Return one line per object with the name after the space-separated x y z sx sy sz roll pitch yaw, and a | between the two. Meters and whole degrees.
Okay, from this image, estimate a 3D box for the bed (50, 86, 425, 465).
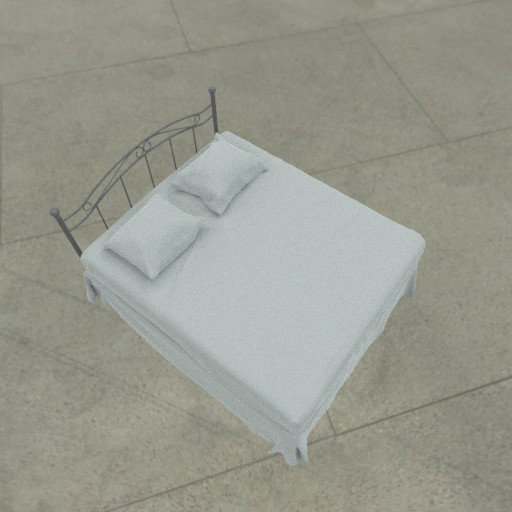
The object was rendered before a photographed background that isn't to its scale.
0.000 0.000 3.334 2.215 1.080 1.936 33 63 19 | bed
